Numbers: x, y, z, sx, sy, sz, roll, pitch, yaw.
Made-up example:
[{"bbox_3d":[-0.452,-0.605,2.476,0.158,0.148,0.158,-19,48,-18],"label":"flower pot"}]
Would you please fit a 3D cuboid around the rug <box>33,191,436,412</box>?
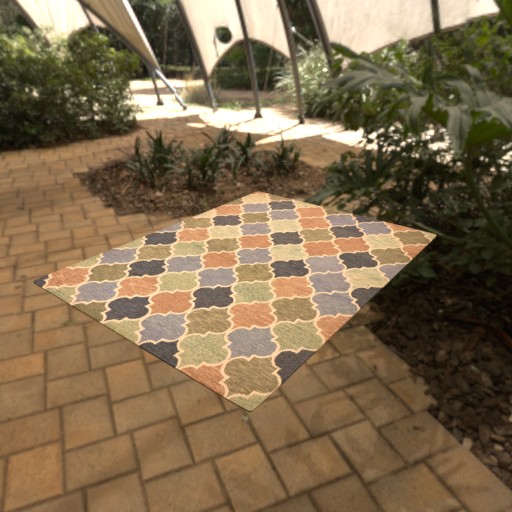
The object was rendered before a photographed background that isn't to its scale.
[{"bbox_3d":[0.000,0.000,4.304,2.439,0.013,3.200,19,32,34],"label":"rug"}]
